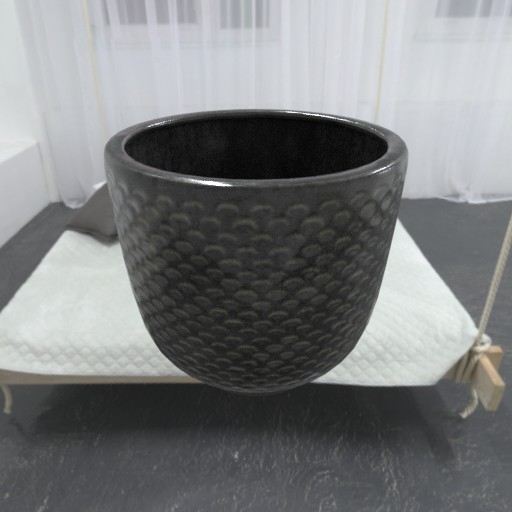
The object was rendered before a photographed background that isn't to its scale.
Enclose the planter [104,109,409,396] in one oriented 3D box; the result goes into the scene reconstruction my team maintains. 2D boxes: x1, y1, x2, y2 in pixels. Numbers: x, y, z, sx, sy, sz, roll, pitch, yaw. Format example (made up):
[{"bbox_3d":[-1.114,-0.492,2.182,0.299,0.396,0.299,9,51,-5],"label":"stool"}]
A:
[{"bbox_3d":[0.000,0.000,0.240,0.140,0.129,0.140,0,29,0],"label":"planter"}]
